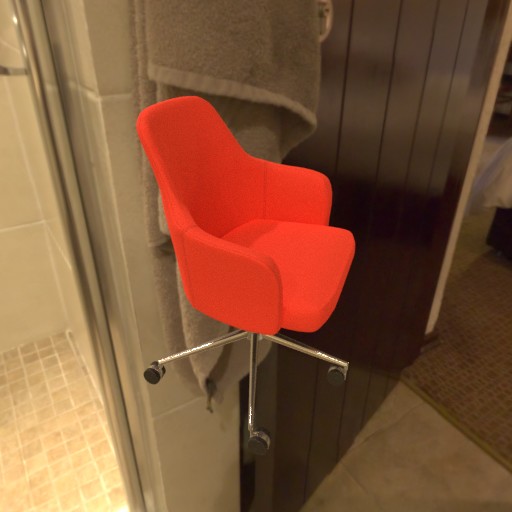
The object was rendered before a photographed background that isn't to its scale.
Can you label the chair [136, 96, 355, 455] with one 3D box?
[{"bbox_3d":[0.000,0.000,1.280,0.600,0.820,0.655,11,32,18],"label":"chair"}]
